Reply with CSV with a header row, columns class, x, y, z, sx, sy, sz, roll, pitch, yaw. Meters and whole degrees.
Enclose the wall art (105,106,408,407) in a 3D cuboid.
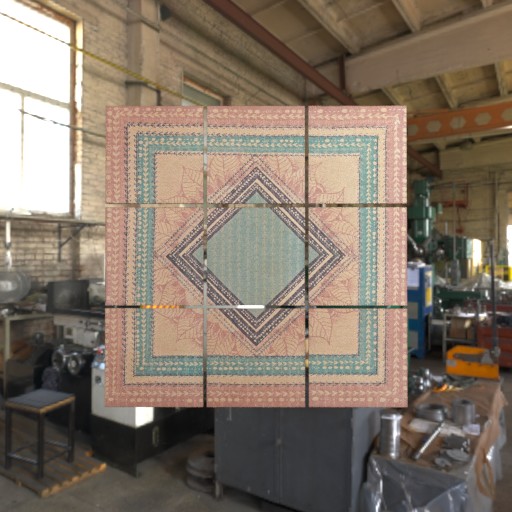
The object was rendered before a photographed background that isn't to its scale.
class,x,y,z,sx,sy,sz,roll,pitch,yaw
wall art,0.000,0.000,2.250,1.527,1.525,0.014,0,-1,0
